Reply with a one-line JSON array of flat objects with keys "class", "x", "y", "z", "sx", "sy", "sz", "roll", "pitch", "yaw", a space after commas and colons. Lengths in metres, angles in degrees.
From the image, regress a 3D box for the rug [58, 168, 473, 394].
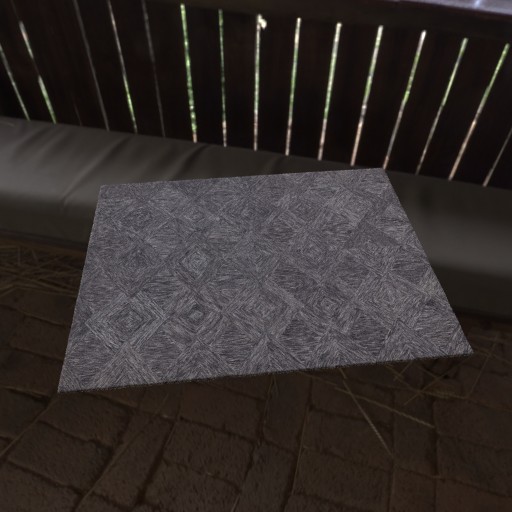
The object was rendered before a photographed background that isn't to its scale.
[{"class": "rug", "x": 0.000, "y": 0.000, "z": 4.189, "sx": 3.204, "sy": 0.017, "sz": 2.448, "roll": -4, "pitch": 48, "yaw": -4}]
